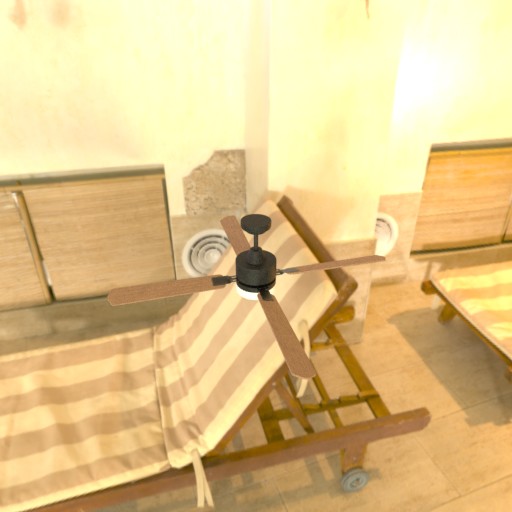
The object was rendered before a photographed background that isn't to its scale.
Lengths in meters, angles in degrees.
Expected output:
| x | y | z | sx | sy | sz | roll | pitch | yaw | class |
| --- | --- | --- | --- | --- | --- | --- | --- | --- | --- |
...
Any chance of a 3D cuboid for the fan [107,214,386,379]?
| x | y | z | sx | sy | sz | roll | pitch | yaw | class |
| --- | --- | --- | --- | --- | --- | --- | --- | --- | --- |
| 0.000 | 0.000 | 1.996 | 1.320 | 0.355 | 1.320 | -8 | 31 | -13 | fan |
